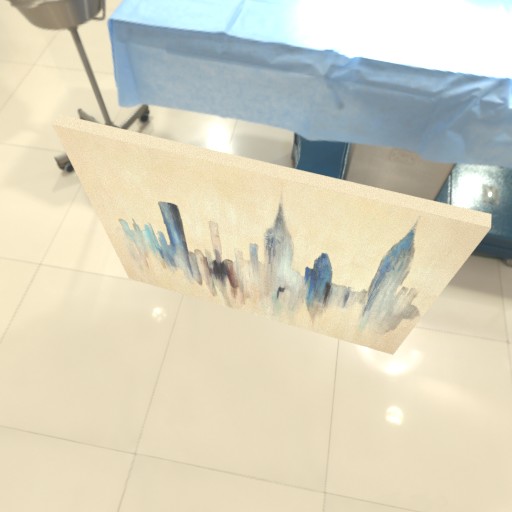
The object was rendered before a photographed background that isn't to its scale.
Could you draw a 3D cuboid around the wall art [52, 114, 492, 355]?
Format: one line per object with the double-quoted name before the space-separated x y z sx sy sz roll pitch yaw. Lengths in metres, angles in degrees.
"wall art" 0.000 0.000 1.317 1.016 0.762 0.038 15 59 9
